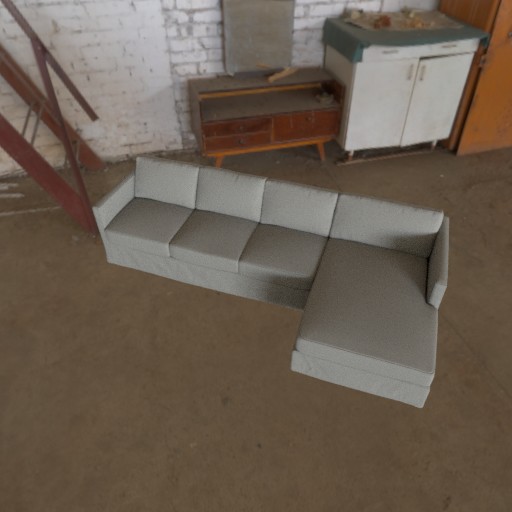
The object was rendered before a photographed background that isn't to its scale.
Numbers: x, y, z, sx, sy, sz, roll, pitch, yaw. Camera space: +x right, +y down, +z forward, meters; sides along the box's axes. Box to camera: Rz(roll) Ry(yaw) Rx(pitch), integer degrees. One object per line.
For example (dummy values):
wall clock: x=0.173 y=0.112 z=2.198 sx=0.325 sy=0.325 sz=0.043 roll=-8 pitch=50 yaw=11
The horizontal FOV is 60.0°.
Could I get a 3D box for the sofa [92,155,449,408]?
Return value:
sofa: x=0.000 y=0.000 z=3.991 sx=3.177 sy=0.867 sz=1.622 roll=13 pitch=43 yaw=14
